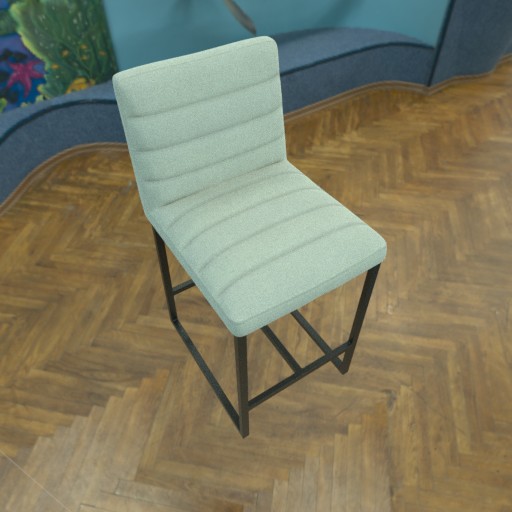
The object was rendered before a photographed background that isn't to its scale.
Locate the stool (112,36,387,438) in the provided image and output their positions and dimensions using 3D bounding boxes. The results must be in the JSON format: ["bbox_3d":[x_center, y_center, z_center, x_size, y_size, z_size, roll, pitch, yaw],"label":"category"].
[{"bbox_3d":[0.000,0.000,1.278,0.459,0.971,0.567,-25,52,-22],"label":"stool"}]
